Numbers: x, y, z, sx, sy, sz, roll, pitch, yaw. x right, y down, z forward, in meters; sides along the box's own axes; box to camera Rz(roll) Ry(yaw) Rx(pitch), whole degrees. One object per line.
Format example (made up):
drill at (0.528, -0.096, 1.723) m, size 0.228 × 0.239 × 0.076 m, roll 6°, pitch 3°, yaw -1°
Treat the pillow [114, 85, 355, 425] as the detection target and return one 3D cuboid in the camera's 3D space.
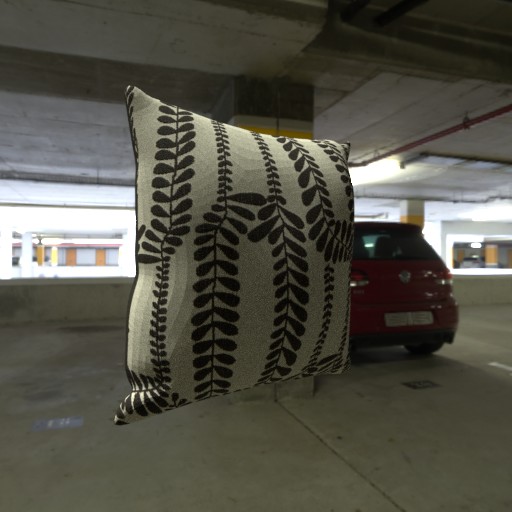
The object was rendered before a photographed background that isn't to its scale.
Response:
pillow at (0.000, 0.000, 0.693) m, size 0.440 × 0.441 × 0.182 m, roll 1°, pitch -1°, yaw -36°
